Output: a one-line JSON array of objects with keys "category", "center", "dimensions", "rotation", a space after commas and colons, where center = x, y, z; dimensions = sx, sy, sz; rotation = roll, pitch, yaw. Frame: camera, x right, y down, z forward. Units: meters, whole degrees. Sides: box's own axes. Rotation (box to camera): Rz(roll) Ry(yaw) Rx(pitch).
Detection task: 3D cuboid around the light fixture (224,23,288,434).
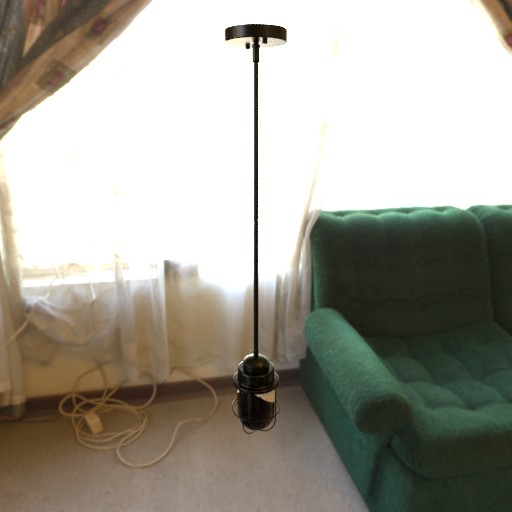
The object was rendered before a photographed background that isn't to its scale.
[{"category": "light fixture", "center": [0.000, 0.000, 0.997], "dimensions": [0.123, 0.920, 0.123], "rotation": [-9, 18, -27]}]
